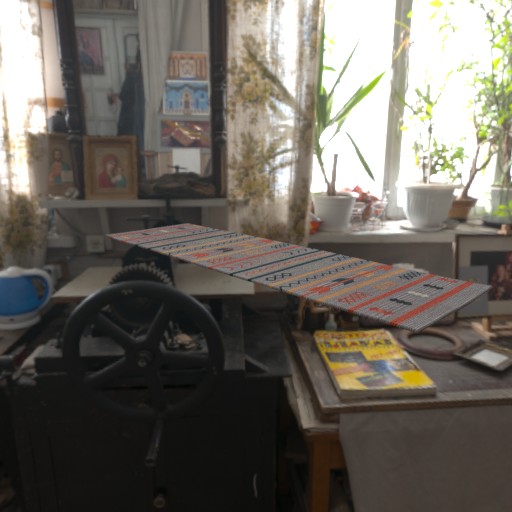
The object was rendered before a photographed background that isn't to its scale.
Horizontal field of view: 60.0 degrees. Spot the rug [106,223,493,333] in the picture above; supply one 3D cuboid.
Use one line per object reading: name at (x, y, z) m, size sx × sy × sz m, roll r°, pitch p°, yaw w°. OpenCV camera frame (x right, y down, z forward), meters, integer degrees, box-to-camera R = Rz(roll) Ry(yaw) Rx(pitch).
rug at (0.000, 0.000, 2.654) m, size 0.744 × 0.022 × 2.419 m, roll -13°, pitch 19°, yaw -42°
